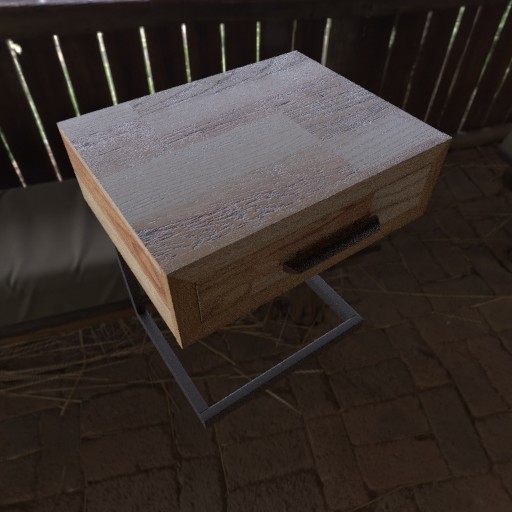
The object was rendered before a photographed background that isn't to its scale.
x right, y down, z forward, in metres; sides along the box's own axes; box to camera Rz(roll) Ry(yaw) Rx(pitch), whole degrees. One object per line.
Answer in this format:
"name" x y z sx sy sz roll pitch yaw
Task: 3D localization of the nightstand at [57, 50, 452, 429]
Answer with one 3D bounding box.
"nightstand" 0.000 0.000 1.015 0.558 0.632 0.481 -27 53 -23
